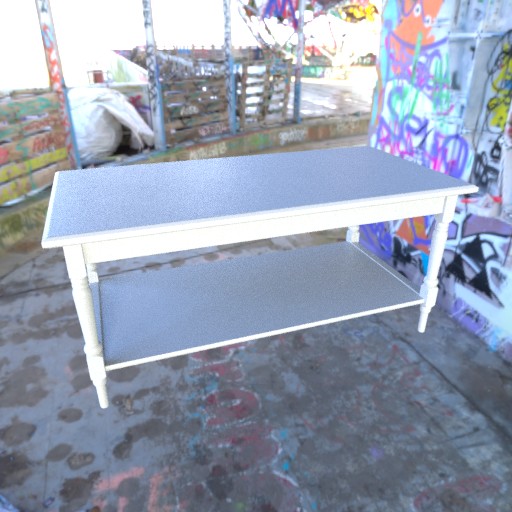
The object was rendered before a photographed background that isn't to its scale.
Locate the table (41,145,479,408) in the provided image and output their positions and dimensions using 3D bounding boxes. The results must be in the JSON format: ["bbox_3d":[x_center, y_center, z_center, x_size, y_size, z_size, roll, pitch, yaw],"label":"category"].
[{"bbox_3d":[0.000,0.000,1.398,1.109,0.506,0.551,-9,27,-17],"label":"table"}]
